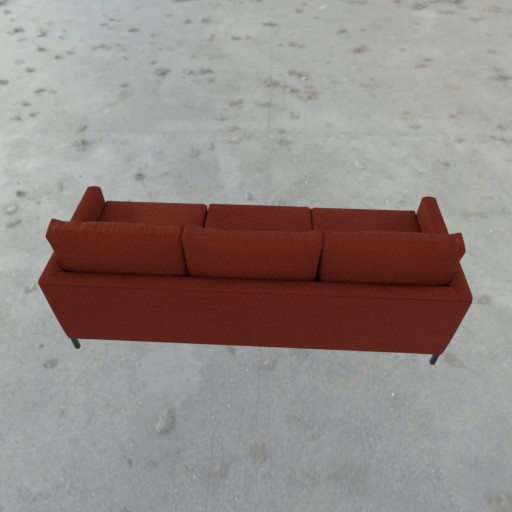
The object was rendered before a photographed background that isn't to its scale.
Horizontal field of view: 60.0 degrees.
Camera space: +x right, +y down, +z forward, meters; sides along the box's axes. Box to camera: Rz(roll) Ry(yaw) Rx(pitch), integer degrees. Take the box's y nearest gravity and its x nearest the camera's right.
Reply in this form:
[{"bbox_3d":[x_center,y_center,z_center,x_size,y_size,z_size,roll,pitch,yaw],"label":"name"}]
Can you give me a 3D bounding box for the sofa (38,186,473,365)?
[{"bbox_3d":[0.000,0.000,2.674,2.252,0.879,0.875,2,45,2],"label":"sofa"}]
